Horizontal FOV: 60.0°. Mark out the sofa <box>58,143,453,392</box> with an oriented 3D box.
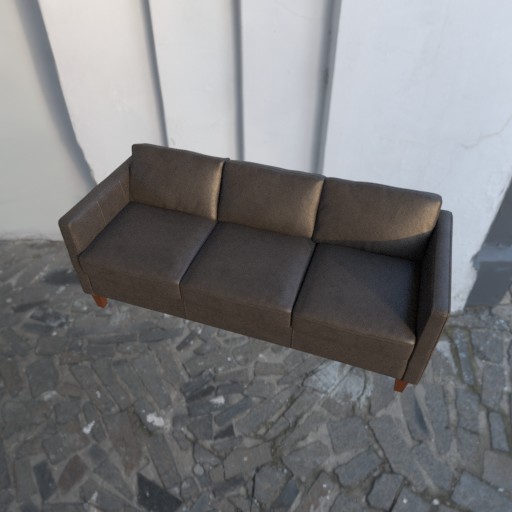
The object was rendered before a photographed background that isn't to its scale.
[{"bbox_3d":[0.000,0.000,3.106,2.464,1.006,1.045,13,43,14],"label":"sofa"}]
